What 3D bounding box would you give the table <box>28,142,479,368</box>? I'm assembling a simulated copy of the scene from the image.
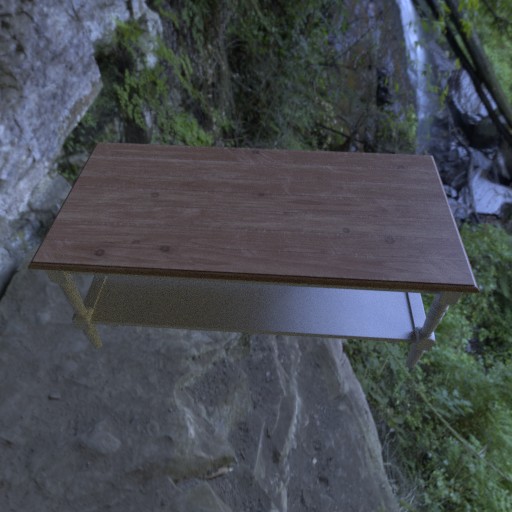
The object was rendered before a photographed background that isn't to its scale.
[{"bbox_3d":[0.000,0.000,1.440,1.118,0.458,0.559,3,47,3],"label":"table"}]
